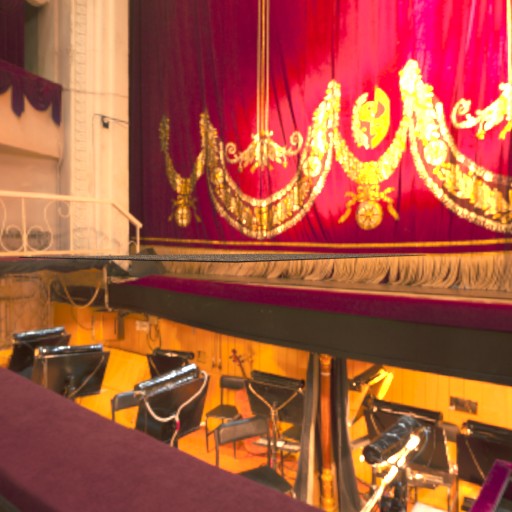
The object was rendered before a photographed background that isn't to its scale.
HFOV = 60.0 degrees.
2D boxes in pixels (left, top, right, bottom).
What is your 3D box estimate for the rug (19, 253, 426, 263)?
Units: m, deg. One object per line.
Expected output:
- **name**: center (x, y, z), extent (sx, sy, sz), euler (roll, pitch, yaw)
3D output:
- **rug**: center (0.000, 0.000, 2.282), extent (1.200, 0.005, 1.819), euler (1, 1, 36)
